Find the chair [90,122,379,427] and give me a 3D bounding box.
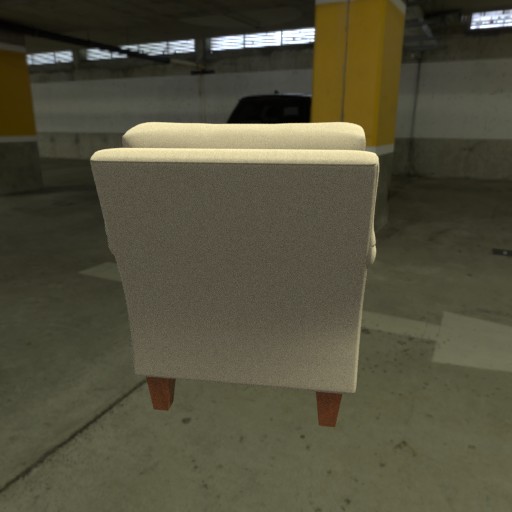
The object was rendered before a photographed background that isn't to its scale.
[{"bbox_3d":[0.000,0.000,1.862,0.895,1.076,1.078,3,17,8],"label":"chair"}]
